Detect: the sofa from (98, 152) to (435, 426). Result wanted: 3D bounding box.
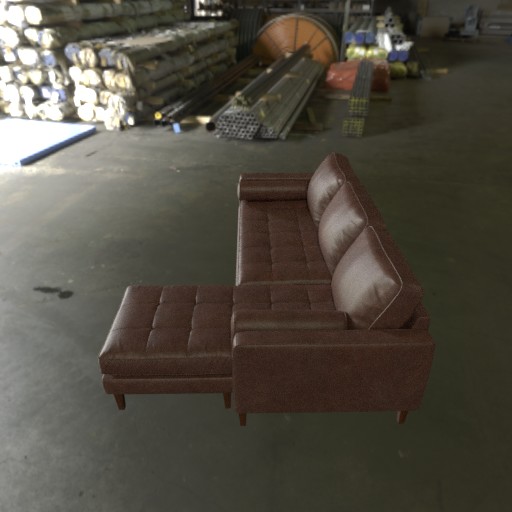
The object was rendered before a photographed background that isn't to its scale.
[{"bbox_3d":[0.000,0.000,2.995,1.613,0.841,2.185,-1,31,-1],"label":"sofa"}]
